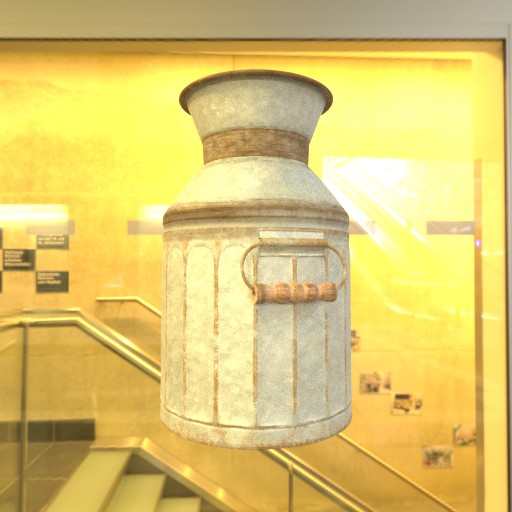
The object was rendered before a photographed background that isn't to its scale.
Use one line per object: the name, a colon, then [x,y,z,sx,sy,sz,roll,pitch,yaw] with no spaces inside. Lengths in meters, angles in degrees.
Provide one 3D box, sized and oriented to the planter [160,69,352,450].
planter: [0.000,0.000,0.510,0.215,0.358,0.248,0,-1,-20]
